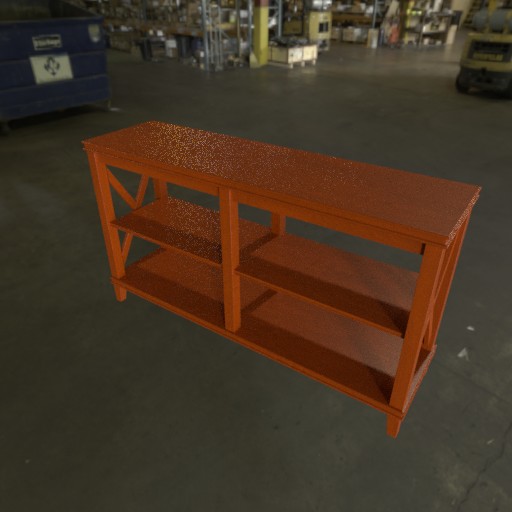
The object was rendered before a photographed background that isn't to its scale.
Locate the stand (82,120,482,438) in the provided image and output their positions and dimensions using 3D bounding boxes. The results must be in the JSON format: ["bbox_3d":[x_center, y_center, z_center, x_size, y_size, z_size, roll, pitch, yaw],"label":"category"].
[{"bbox_3d":[0.000,0.000,1.714,1.372,0.762,0.381,19,36,29],"label":"stand"}]
